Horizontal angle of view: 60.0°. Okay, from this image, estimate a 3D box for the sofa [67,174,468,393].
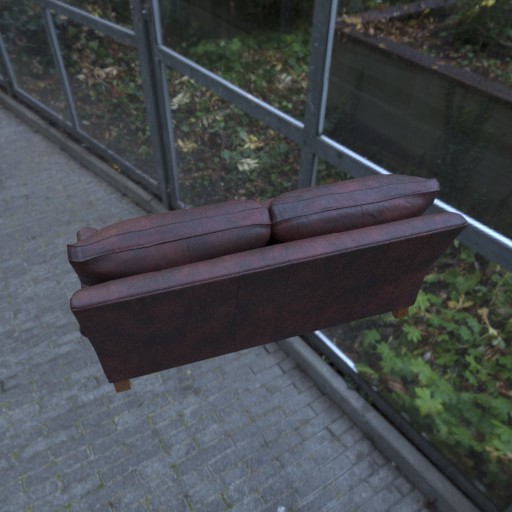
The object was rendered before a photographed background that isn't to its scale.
[{"bbox_3d":[0.000,0.000,2.825,2.144,1.071,1.147,-12,43,-13],"label":"sofa"}]
